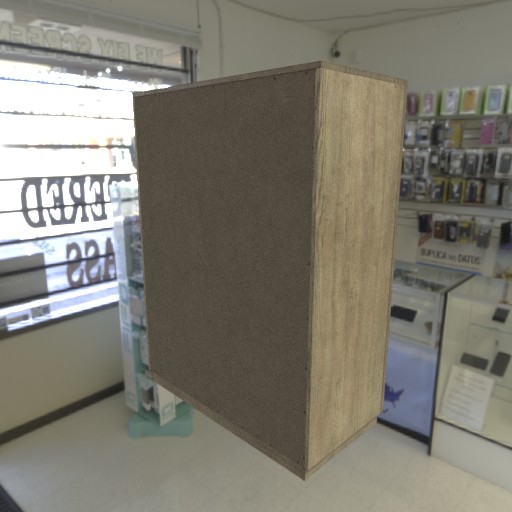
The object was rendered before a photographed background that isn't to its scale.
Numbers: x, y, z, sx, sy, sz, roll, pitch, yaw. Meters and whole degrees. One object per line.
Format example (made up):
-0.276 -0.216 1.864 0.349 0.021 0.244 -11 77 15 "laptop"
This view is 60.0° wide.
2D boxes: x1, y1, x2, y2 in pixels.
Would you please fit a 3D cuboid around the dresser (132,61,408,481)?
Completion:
0.000 0.000 1.806 0.483 1.295 0.967 -13 19 -43 "dresser"
